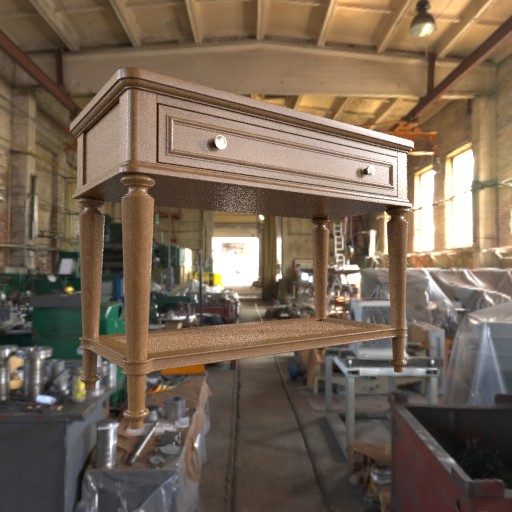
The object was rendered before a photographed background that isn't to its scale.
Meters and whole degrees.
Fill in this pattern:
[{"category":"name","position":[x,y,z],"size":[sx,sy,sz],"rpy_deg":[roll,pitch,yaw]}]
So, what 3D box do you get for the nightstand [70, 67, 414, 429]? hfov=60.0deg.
[{"category":"nightstand","position":[0.000,0.000,1.264],"size":[0.914,0.700,0.432],"rpy_deg":[1,-2,-35]}]
